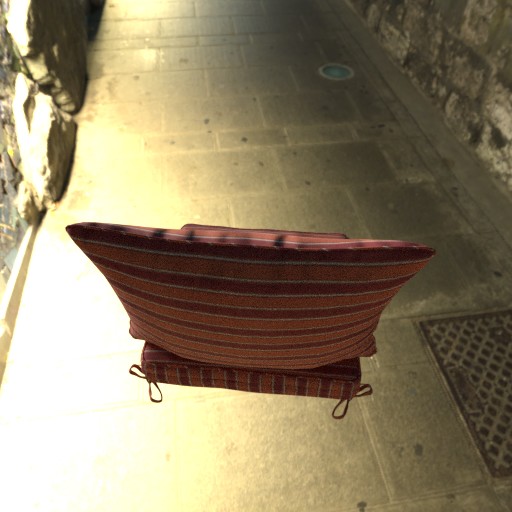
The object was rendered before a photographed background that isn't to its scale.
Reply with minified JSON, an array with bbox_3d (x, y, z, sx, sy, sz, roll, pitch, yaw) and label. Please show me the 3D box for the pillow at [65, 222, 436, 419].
[{"bbox_3d":[0.000,0.000,1.381,0.799,0.723,0.733,4,47,4],"label":"pillow"}]
